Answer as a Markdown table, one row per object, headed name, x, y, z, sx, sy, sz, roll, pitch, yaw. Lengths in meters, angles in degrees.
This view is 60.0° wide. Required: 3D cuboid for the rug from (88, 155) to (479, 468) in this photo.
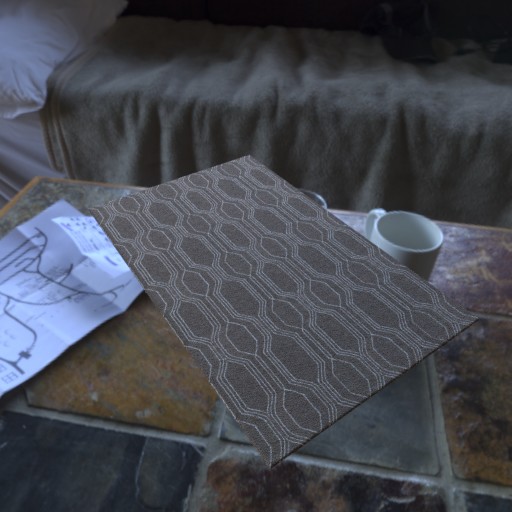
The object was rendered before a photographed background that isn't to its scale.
| name | x | y | z | sx | sy | sz | roll | pitch | yaw |
| --- | --- | --- | --- | --- | --- | --- | --- | --- | --- |
| rug | 0.000 | 0.000 | 3.071 | 1.541 | 0.012 | 2.457 | -24 | 47 | -25 |
